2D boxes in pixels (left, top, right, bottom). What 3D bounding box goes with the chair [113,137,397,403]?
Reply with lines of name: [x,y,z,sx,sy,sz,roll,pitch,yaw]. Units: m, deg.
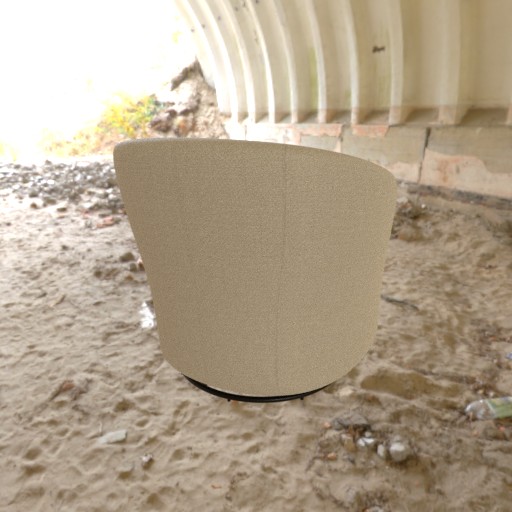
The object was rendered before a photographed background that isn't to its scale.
chair: [0.000,0.000,1.454,0.791,0.771,0.815,9,19,26]
